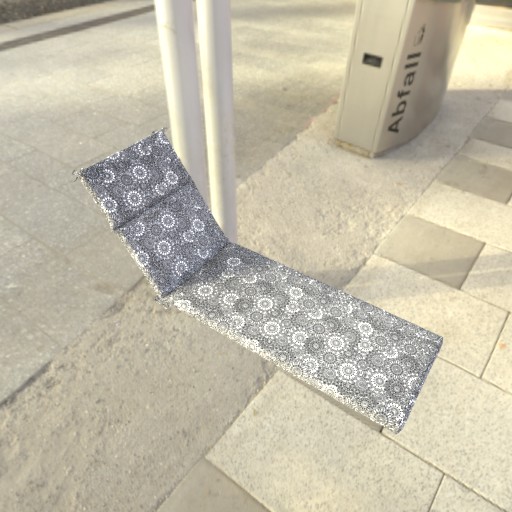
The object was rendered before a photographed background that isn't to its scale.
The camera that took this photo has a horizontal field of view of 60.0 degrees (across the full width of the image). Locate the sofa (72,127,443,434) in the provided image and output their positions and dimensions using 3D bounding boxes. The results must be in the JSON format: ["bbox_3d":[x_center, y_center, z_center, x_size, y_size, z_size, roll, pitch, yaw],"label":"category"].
[{"bbox_3d":[0.000,0.000,1.978,1.663,0.622,0.582,25,47,26],"label":"sofa"}]
